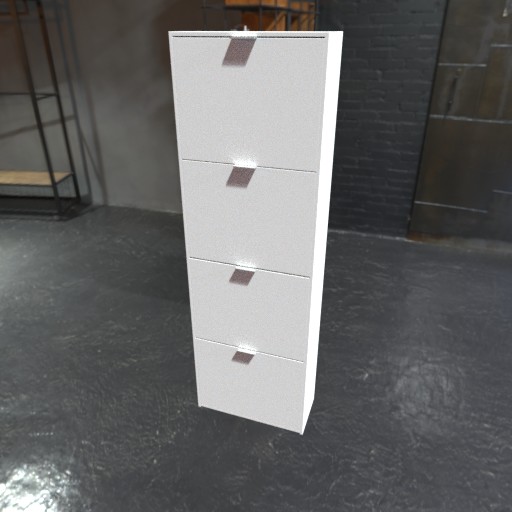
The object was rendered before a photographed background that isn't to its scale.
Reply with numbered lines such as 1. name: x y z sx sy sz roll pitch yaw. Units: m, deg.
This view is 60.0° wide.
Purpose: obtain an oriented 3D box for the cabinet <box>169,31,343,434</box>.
1. cabinet: 0.000 0.000 1.804 0.520 1.630 0.255 9 28 17
